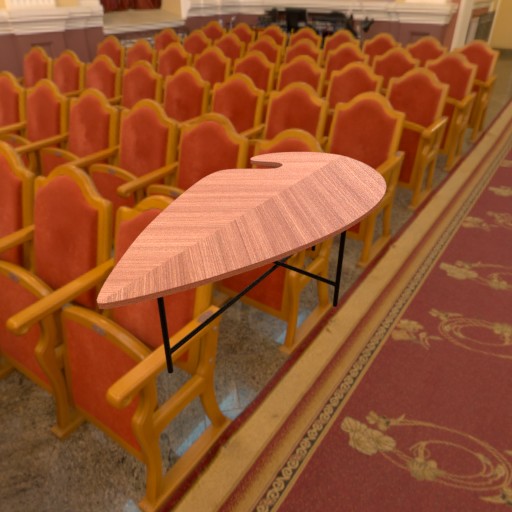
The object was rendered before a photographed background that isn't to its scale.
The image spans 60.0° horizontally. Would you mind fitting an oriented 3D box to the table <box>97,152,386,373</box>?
[{"bbox_3d":[0.000,0.000,1.487,0.598,0.360,1.199,21,37,30],"label":"table"}]
